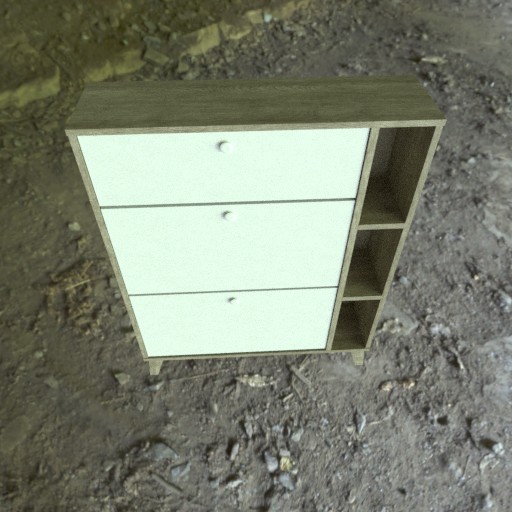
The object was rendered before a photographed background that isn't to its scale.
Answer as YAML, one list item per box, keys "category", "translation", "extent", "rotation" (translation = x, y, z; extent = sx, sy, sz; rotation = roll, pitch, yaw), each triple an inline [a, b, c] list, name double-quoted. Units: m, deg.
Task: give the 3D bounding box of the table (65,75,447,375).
- category: "table"
  translation: [0.000, 0.000, 1.536]
  extent: [0.902, 1.135, 0.256]
  rotation: [-2, 46, -2]
